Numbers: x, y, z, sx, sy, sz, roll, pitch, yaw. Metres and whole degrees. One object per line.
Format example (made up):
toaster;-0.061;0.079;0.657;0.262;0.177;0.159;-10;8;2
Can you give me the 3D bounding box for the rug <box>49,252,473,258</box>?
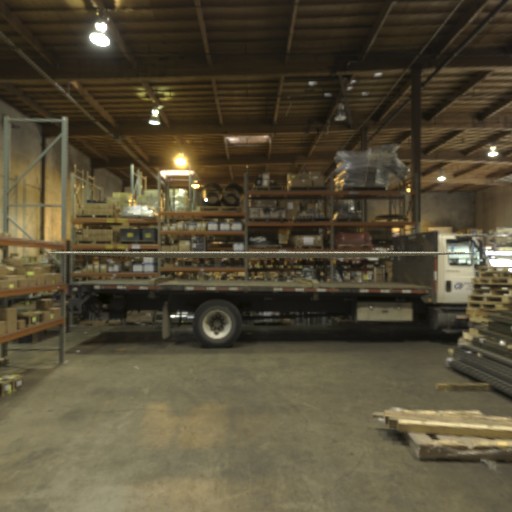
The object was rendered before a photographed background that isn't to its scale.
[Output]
rug;0.000;0.000;1.972;1.146;0.006;1.556;0;-1;-1
